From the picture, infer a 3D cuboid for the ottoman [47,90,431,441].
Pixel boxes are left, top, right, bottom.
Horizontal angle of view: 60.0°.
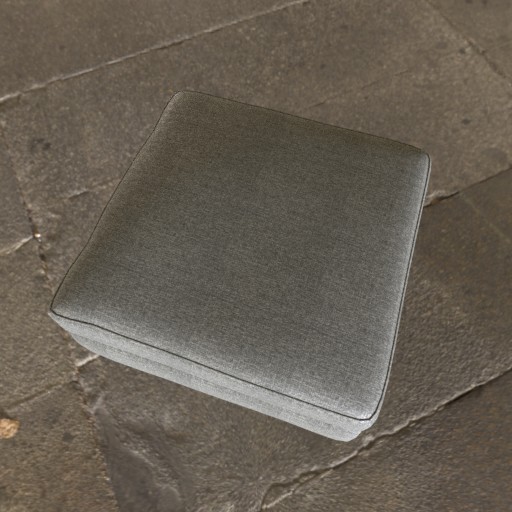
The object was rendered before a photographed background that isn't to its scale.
[{"bbox_3d":[0.000,0.000,1.350,0.838,0.481,0.838,17,64,8],"label":"ottoman"}]
